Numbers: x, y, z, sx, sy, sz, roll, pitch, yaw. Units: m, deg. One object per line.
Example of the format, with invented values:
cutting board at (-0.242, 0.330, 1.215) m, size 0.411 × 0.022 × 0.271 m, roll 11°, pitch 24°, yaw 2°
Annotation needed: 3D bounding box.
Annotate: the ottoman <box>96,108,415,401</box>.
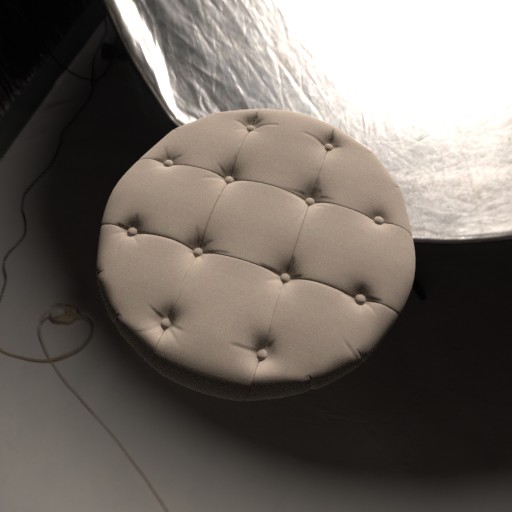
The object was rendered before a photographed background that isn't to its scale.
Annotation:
ottoman at (0.000, 0.000, 1.372) m, size 0.901 × 0.439 × 0.901 m, roll 0°, pitch 64°, yaw 0°
